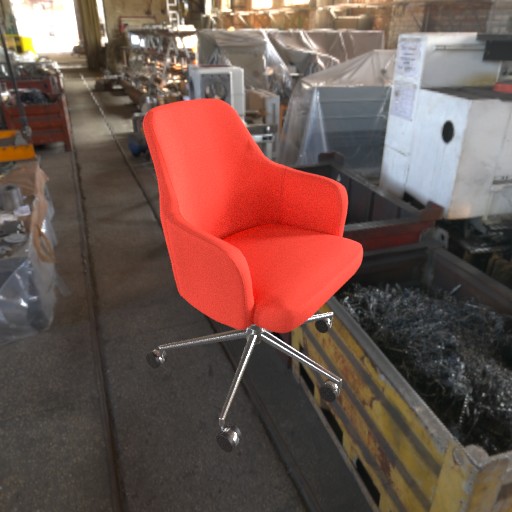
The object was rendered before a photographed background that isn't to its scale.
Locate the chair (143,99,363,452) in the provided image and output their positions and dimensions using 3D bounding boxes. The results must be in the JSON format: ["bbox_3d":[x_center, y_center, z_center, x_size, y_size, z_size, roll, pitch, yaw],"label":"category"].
[{"bbox_3d":[0.000,0.000,1.296,0.600,0.820,0.655,18,32,31],"label":"chair"}]
